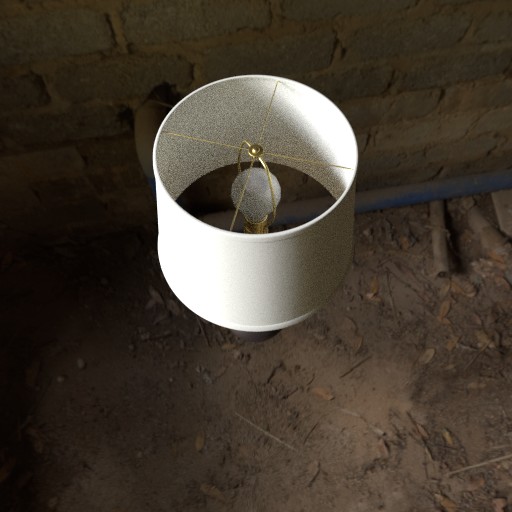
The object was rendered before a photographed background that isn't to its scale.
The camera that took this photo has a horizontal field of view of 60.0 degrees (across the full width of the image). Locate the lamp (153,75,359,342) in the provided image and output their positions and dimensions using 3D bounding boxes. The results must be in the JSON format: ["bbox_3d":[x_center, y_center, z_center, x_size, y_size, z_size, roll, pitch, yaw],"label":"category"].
[{"bbox_3d":[0.000,0.000,0.828,0.335,0.611,0.335,0,64,0],"label":"lamp"}]
